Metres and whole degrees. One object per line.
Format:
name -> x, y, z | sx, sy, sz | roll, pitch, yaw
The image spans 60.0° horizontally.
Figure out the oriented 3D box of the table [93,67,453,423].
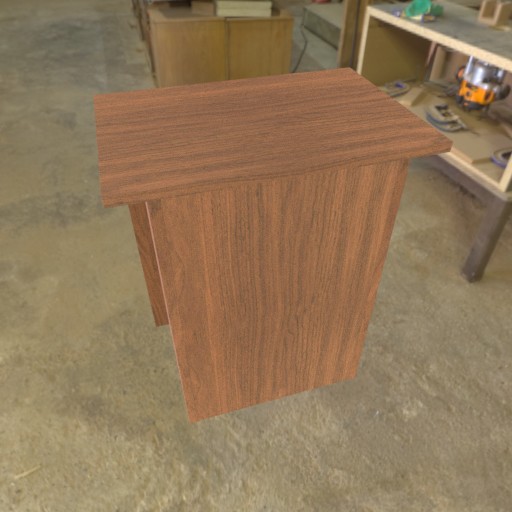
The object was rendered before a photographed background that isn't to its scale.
table -> 0.000, 0.000, 1.081 | 0.589, 0.711, 0.406 | -11, 42, -13
